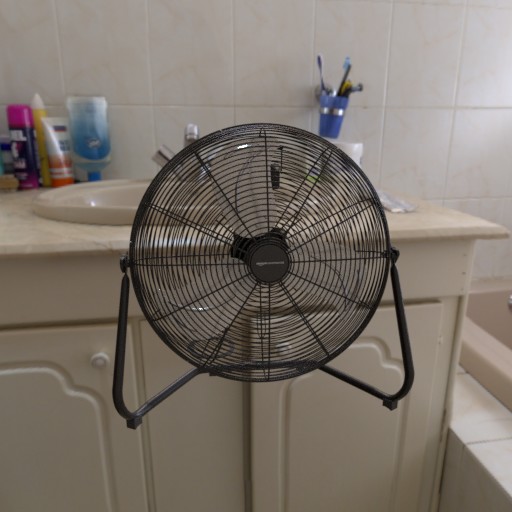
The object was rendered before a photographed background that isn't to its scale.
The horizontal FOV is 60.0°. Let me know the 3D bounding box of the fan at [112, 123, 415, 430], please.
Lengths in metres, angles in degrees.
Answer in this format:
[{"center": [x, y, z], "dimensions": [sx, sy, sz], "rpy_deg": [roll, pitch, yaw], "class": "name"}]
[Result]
[{"center": [0.000, 0.000, 0.951], "dimensions": [0.555, 0.546, 0.424], "rpy_deg": [-2, 16, -6], "class": "fan"}]
